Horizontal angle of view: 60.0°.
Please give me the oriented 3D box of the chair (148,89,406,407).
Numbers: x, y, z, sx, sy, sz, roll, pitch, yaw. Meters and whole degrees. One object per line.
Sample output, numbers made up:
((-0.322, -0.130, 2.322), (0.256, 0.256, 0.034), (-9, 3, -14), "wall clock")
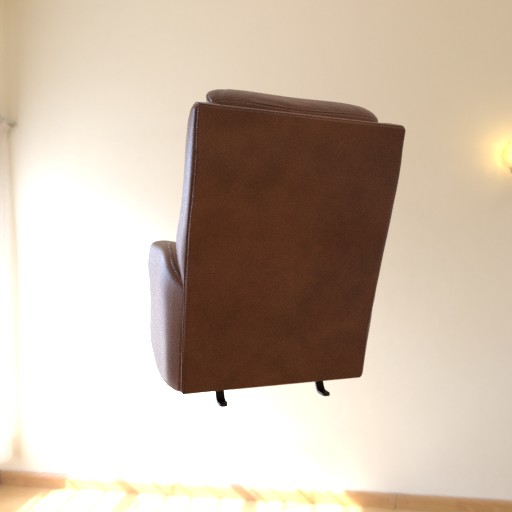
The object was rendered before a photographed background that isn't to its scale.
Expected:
((0.000, 0.000, 1.797), (0.821, 1.016, 1.072), (0, -1, -18), "chair")
